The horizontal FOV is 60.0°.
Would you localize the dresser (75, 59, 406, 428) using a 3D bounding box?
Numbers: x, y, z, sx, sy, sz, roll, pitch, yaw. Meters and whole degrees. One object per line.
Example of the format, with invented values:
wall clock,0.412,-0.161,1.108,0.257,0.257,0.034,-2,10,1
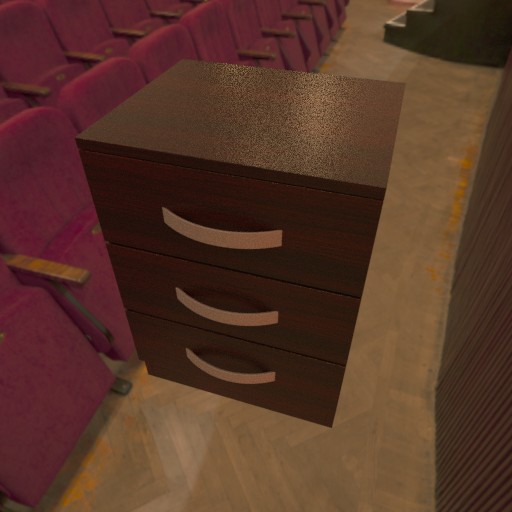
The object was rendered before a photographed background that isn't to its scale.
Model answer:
dresser,0.000,0.000,0.827,0.400,0.560,0.360,12,43,13
